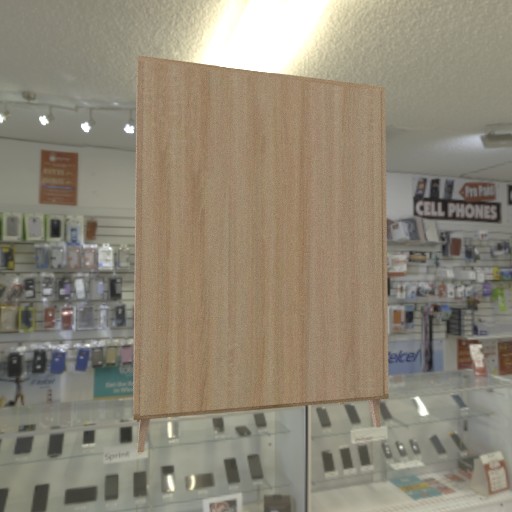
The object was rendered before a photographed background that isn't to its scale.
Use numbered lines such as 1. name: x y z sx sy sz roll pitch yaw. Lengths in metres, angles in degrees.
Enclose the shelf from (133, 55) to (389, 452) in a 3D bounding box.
1. shelf: 0.000 0.000 1.891 0.995 1.405 0.434 1 -2 -16
